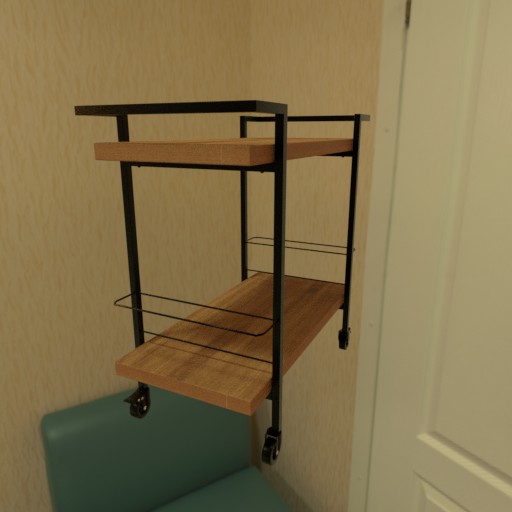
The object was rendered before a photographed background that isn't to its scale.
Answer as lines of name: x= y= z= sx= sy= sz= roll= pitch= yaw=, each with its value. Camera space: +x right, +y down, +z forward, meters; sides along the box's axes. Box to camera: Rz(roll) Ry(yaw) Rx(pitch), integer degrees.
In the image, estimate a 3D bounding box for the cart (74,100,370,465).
cart: x=0.000 y=0.000 z=1.229 sx=0.406 sy=0.762 sz=0.806 roll=8 pitch=18 yaw=25
